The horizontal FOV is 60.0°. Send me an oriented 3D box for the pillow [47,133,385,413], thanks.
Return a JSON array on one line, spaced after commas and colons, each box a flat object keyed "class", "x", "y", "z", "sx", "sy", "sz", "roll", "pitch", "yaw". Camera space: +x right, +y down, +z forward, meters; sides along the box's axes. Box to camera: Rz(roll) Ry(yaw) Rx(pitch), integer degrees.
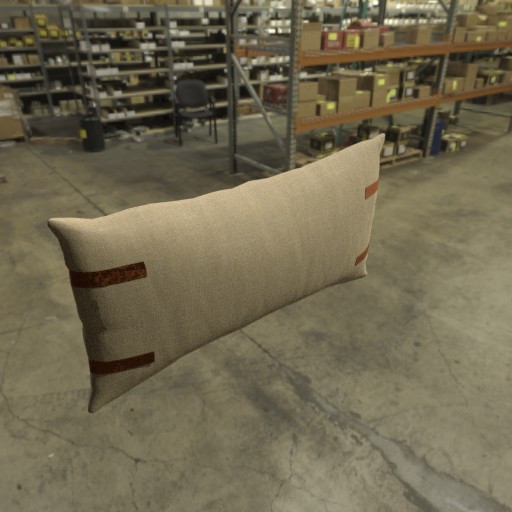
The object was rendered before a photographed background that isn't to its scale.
[{"class": "pillow", "x": 0.000, "y": 0.000, "z": 0.727, "sx": 0.612, "sy": 0.308, "sz": 0.148, "roll": -21, "pitch": 35, "yaw": -33}]
